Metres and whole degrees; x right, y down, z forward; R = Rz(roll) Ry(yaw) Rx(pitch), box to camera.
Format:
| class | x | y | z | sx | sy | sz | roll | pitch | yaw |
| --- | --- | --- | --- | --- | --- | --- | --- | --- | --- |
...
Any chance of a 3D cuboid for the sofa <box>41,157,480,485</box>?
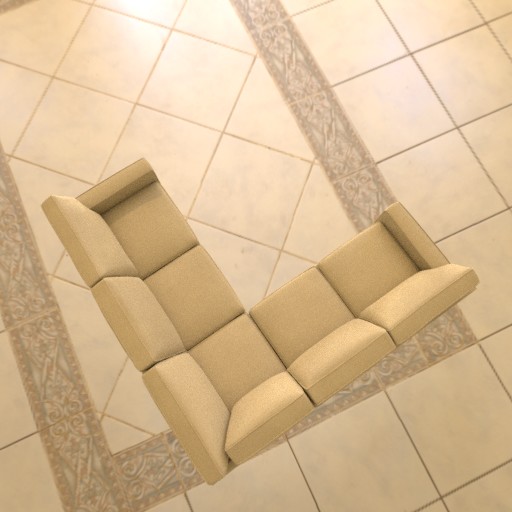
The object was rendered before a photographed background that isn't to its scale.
| class | x | y | z | sx | sy | sz | roll | pitch | yaw |
| --- | --- | --- | --- | --- | --- | --- | --- | --- | --- |
| sofa | 0.000 | 0.000 | 3.307 | 2.182 | 0.939 | 2.189 | -34 | 79 | -8 |
